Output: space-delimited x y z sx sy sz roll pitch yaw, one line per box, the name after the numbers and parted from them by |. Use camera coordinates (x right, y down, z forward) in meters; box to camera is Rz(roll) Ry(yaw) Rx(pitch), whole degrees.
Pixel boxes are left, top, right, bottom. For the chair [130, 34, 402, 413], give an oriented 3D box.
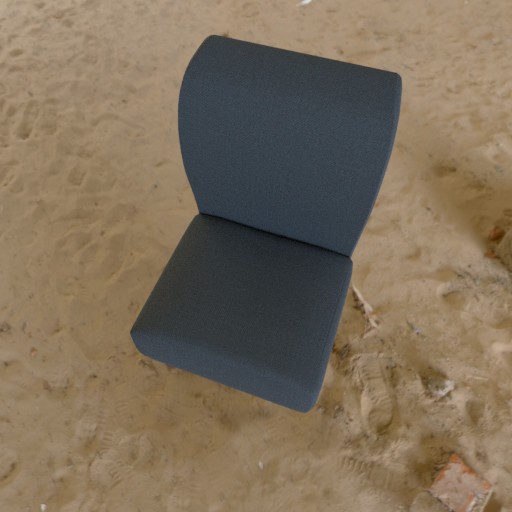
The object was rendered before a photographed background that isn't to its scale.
0.000 0.000 1.156 0.513 0.804 0.592 16 59 10 | chair
